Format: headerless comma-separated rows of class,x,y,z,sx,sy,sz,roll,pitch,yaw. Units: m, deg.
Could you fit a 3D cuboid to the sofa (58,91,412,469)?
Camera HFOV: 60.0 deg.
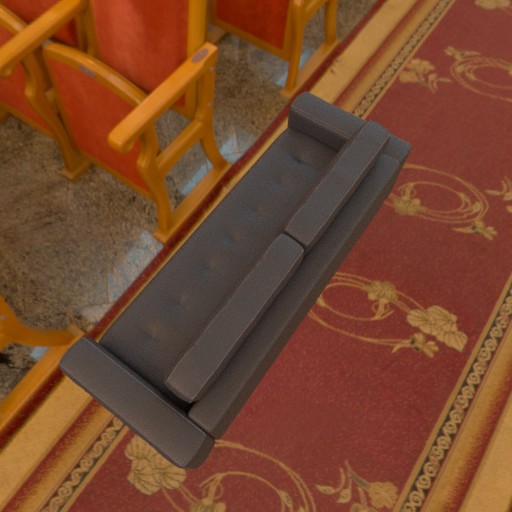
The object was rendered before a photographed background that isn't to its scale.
sofa,0.000,0.000,2.629,0.833,0.893,2.275,33,68,15
